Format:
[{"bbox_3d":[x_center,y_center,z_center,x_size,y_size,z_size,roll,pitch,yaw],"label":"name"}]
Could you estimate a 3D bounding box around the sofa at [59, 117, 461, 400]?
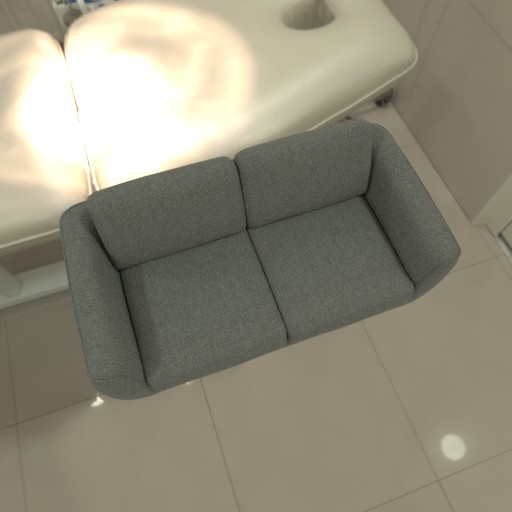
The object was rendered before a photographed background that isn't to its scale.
[{"bbox_3d":[0.000,0.000,2.184,1.700,0.870,0.920,-18,65,-9],"label":"sofa"}]
